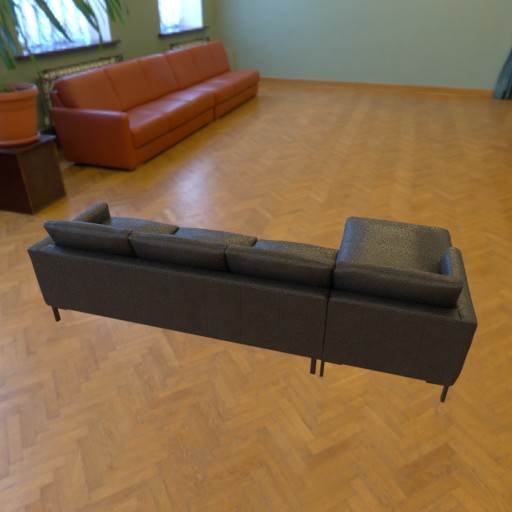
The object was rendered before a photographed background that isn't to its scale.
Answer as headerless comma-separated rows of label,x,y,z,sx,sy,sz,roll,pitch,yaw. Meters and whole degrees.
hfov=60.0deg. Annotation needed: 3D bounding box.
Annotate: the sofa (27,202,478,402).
sofa,0.000,0.000,3.507,2.993,0.859,1.471,8,32,14
